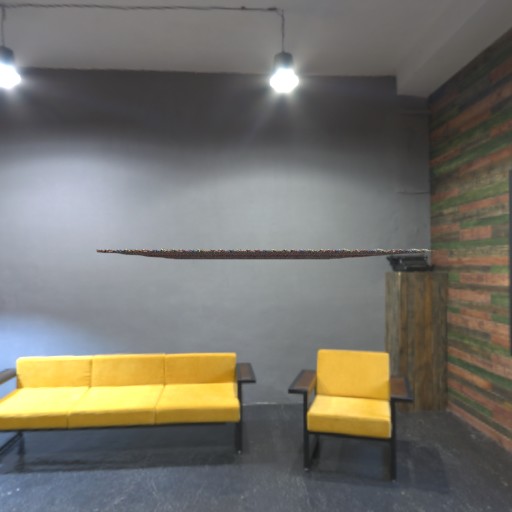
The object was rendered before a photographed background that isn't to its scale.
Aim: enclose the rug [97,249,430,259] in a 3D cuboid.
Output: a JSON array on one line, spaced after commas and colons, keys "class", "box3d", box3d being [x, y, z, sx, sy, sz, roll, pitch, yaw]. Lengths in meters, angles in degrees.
[{"class": "rug", "box3d": [0.000, 0.000, 2.293, 1.084, 0.013, 1.849, 0, -1, -2]}]
